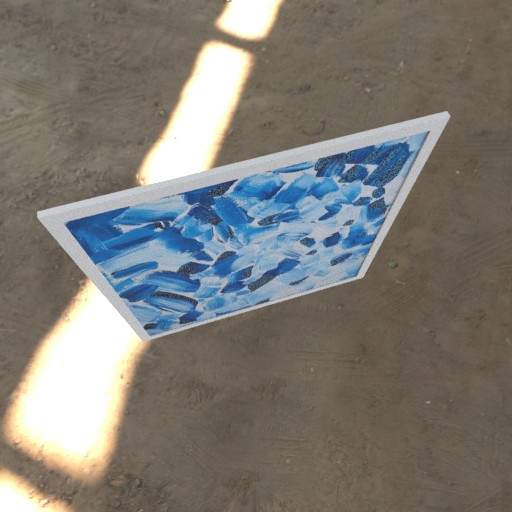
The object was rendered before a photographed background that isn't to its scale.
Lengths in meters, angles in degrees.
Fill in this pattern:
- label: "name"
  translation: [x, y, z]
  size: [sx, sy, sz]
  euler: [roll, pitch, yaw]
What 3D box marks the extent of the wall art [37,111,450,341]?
- label: "wall art"
  translation: [0.000, 0.000, 1.204]
  size: [0.812, 0.812, 0.015]
  euler: [-15, 65, -7]
